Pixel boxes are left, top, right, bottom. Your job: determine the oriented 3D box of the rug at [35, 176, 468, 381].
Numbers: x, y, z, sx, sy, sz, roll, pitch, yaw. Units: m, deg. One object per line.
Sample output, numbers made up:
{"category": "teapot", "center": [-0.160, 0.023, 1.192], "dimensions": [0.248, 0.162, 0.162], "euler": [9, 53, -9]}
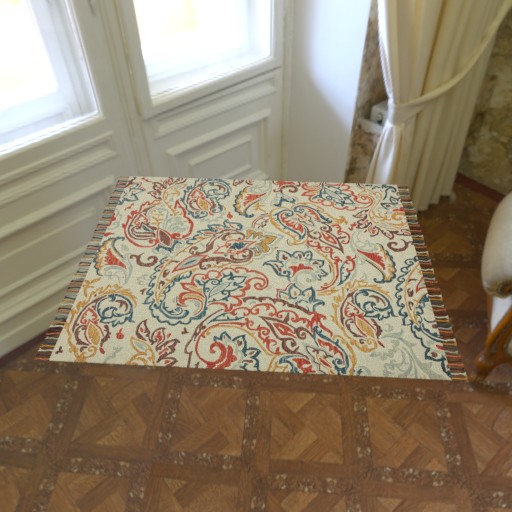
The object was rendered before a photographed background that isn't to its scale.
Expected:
{"category": "rug", "center": [0.000, 0.000, 4.198], "dimensions": [3.274, 0.015, 2.439], "euler": [2, 45, 2]}
